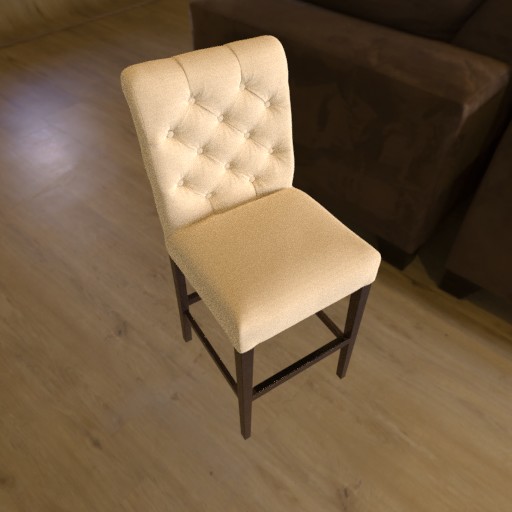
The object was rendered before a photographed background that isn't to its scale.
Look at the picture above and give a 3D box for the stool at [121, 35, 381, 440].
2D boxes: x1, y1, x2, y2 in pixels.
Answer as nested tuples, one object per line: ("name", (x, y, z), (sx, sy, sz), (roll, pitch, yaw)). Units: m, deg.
("stool", (0.000, 0.000, 1.424), (0.482, 1.118, 0.610), (-25, 51, -22))
